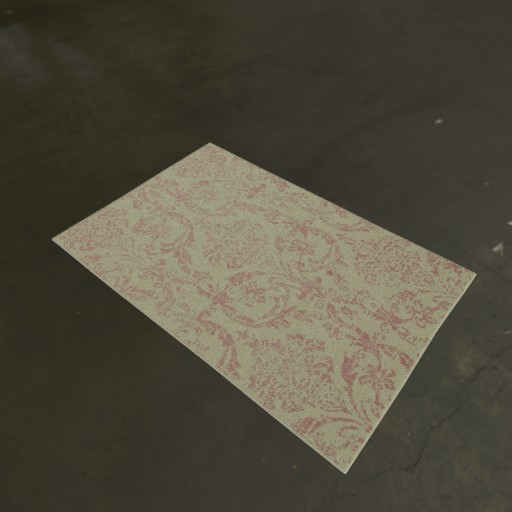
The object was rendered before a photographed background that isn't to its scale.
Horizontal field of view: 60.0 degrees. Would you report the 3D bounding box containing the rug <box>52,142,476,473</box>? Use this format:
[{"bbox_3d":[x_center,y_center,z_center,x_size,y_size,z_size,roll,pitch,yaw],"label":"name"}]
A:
[{"bbox_3d":[0.000,0.000,2.287,1.839,0.012,1.219,31,54,26],"label":"rug"}]
